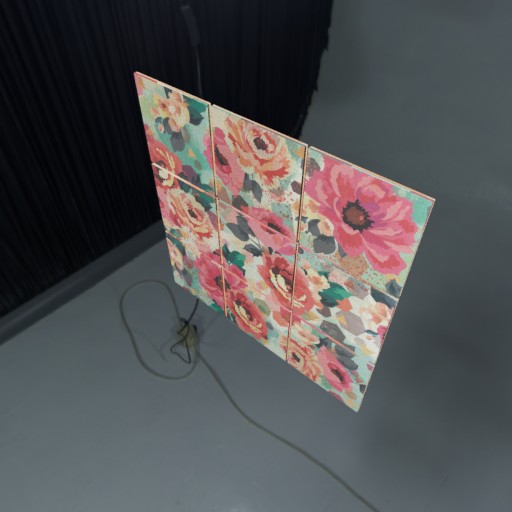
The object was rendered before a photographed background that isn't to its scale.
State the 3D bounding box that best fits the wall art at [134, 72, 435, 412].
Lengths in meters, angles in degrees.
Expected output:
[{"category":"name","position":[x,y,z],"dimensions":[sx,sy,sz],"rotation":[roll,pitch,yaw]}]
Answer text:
[{"category":"wall art","position":[0.000,0.000,1.395],"dimensions":[0.911,0.910,0.012],"rotation":[31,53,27]}]
